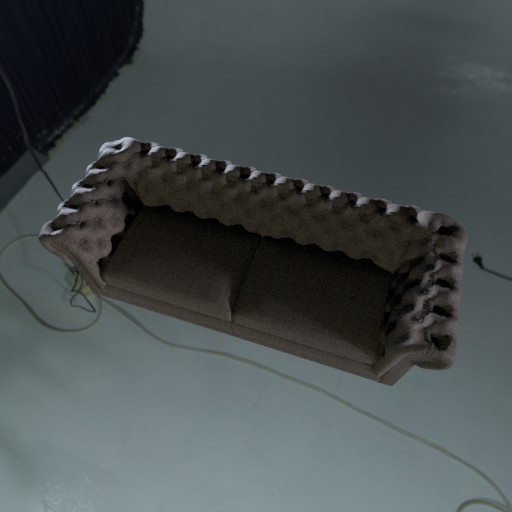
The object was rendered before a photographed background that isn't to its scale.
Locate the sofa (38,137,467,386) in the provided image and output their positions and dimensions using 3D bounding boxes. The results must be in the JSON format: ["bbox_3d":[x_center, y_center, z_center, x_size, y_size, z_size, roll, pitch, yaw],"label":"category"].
[{"bbox_3d":[0.000,0.000,2.838,2.385,0.787,0.944,16,59,10],"label":"sofa"}]
